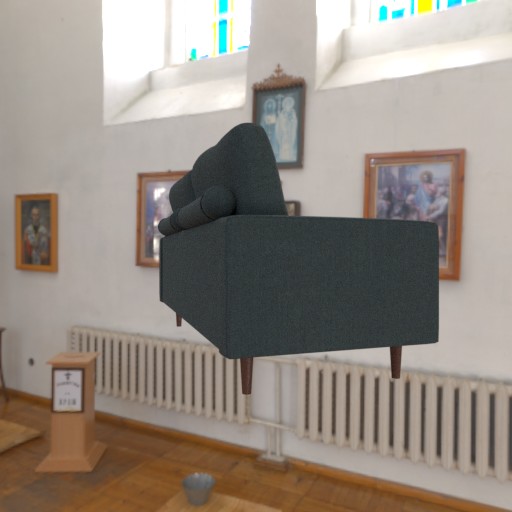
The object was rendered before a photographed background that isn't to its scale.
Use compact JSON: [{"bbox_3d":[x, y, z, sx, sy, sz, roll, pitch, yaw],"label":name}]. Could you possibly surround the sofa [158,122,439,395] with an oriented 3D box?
[{"bbox_3d":[0.000,0.000,2.592,0.966,1.050,2.010,0,0,-19],"label":"sofa"}]
